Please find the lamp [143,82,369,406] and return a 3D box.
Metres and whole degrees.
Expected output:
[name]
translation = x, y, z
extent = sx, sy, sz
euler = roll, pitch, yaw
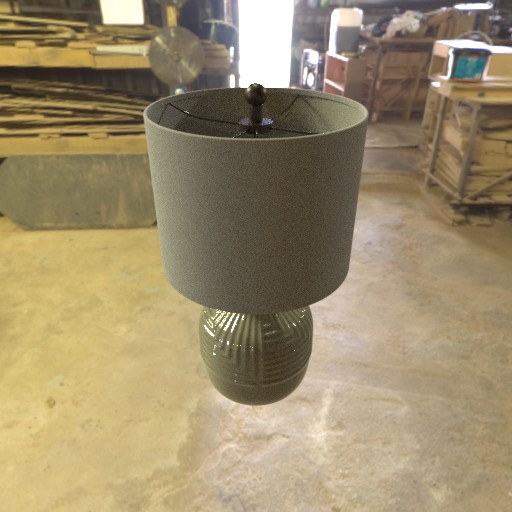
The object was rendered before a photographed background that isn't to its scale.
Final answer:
[lamp]
translation = 0.000, 0.000, 0.767
extent = 0.318, 0.567, 0.318
euler = 0, 31, 0
